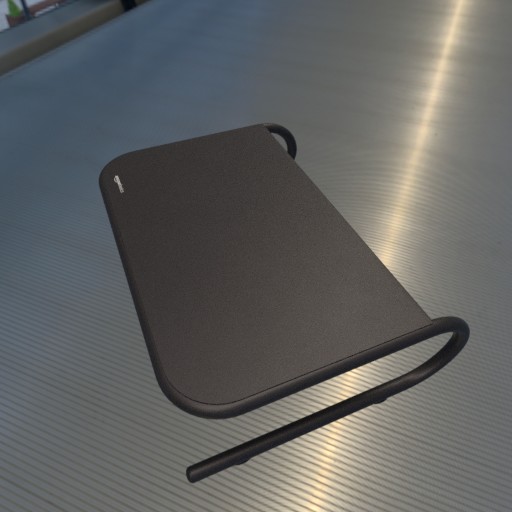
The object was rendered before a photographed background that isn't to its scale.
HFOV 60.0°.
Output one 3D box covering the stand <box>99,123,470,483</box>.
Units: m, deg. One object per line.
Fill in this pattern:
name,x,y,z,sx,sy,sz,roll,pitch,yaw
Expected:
stand,0.000,0.000,0.497,0.280,0.108,0.370,-17,48,-16
